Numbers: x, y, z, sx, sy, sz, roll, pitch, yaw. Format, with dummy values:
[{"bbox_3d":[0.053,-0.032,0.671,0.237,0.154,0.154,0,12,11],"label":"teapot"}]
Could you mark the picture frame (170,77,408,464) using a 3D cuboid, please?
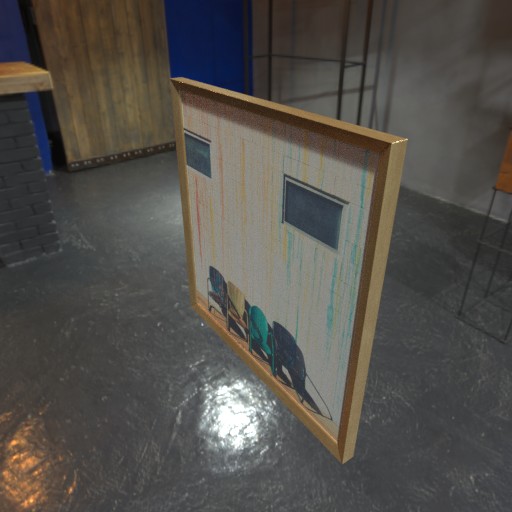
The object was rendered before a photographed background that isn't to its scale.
[{"bbox_3d":[0.000,0.000,1.128,0.037,0.761,0.758,-19,35,-30],"label":"picture frame"}]
